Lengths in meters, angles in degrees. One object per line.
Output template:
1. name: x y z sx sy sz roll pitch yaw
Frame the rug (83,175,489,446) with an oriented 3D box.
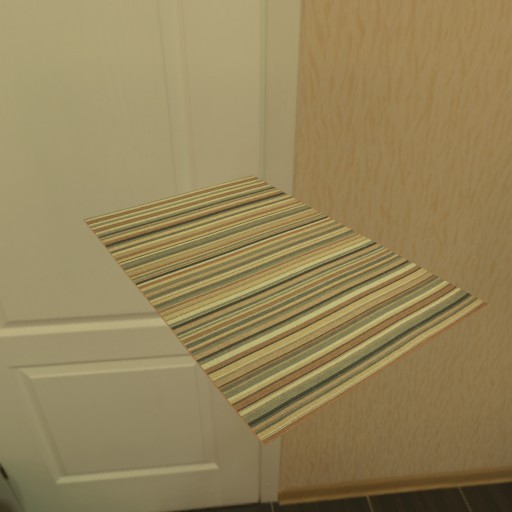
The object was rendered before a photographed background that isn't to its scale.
1. rug: 0.000 0.000 2.284 1.219 0.008 1.829 -20 37 -29
